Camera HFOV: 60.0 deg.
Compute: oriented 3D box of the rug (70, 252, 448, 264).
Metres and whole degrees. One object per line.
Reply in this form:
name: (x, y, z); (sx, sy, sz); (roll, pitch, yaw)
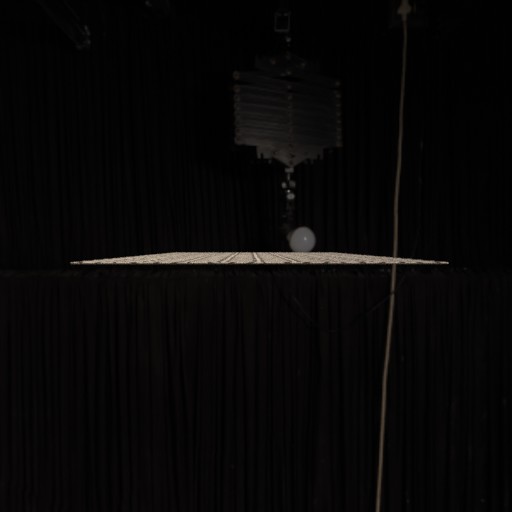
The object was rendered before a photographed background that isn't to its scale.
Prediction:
rug: (0.000, 0.000, 2.982); (1.523, 0.008, 2.438); (0, 1, -1)
